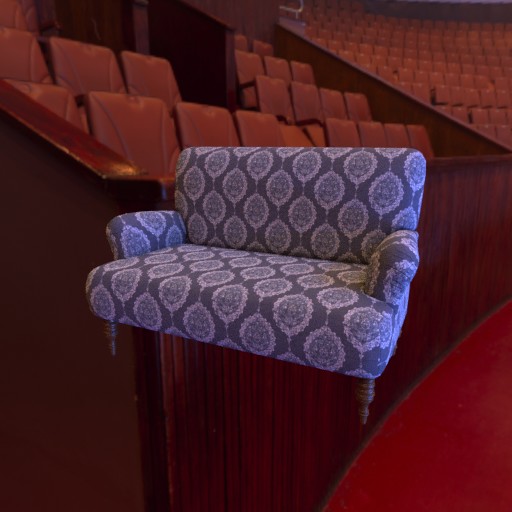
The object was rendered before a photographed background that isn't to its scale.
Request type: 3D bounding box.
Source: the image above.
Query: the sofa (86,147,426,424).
[{"bbox_3d":[0.000,0.000,1.835,1.297,0.867,0.779,7,16,26],"label":"sofa"}]
